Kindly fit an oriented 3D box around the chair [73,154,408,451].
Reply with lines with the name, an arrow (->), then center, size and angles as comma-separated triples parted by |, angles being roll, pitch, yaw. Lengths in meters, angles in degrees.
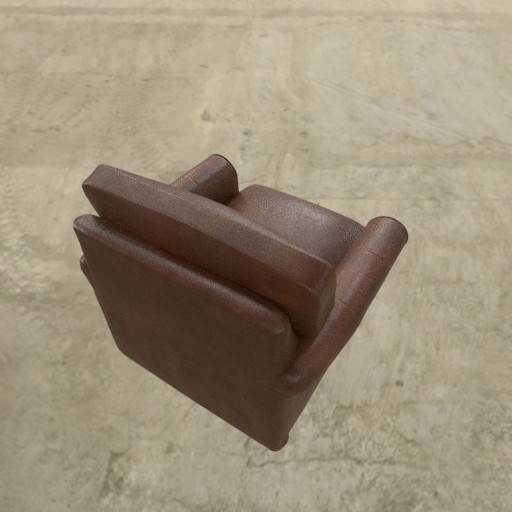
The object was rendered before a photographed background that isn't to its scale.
chair -> 0.000, 0.000, 1.763 | 0.989, 0.972, 0.992 | 25, 50, 23
